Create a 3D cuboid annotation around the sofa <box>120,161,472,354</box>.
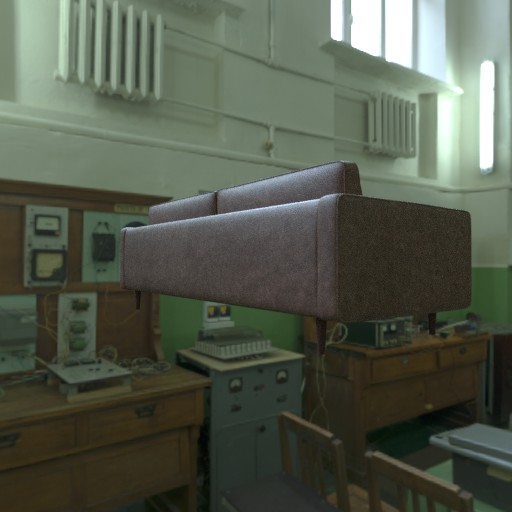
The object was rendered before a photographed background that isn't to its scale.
[{"bbox_3d":[0.000,0.000,2.663,0.914,0.762,2.210,0,-1,-36],"label":"sofa"}]
